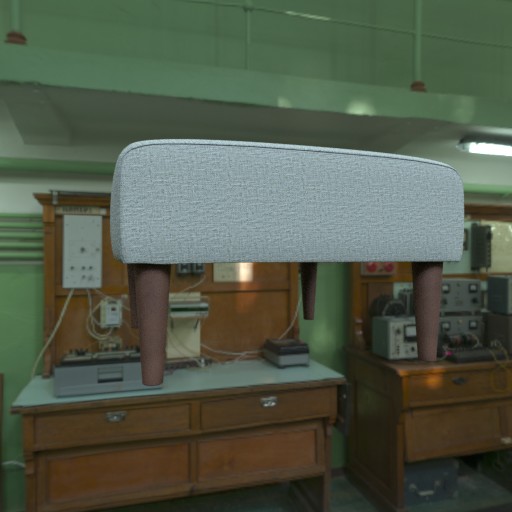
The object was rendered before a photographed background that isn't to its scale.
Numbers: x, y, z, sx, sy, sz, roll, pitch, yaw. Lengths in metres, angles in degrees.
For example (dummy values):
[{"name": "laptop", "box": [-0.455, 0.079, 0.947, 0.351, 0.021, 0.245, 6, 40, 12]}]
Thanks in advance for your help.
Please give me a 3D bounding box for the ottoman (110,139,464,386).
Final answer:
[{"name": "ottoman", "box": [0.000, 0.000, 1.039, 0.649, 0.398, 0.650, 0, 0, -17]}]
